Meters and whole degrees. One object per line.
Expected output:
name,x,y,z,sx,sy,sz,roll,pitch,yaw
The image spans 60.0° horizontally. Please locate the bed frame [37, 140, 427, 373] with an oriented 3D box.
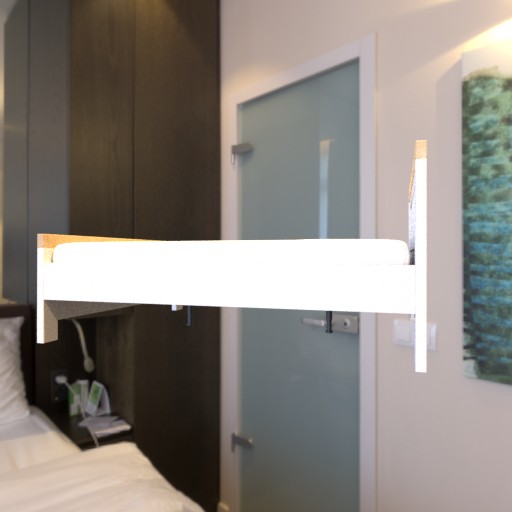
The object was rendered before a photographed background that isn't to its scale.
bed frame,0.000,0.000,2.969,2.050,0.980,1.670,0,0,18
